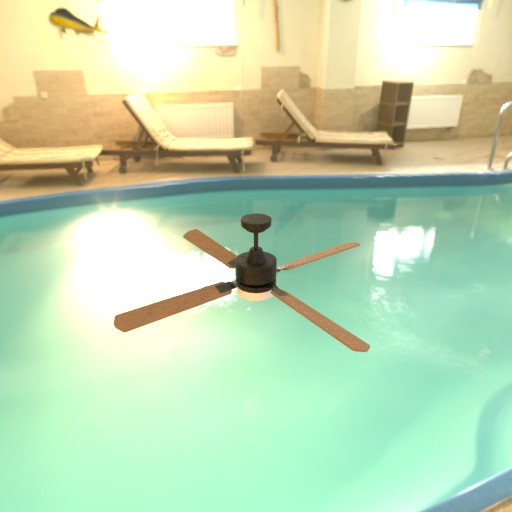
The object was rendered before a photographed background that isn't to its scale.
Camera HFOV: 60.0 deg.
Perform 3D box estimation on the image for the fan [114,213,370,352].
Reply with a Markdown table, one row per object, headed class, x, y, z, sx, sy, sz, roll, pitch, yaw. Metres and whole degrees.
| class | x | y | z | sx | sy | sz | roll | pitch | yaw |
| --- | --- | --- | --- | --- | --- | --- | --- | --- | --- |
| fan | 0.000 | 0.000 | 1.978 | 1.320 | 0.355 | 1.320 | -17 | 31 | -32 |
